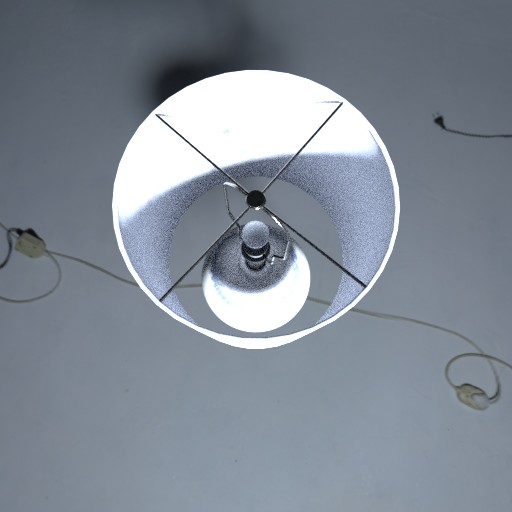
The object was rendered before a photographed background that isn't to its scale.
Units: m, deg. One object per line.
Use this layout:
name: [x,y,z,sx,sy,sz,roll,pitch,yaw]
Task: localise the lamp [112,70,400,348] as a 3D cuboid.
lamp: [0.000,0.000,0.531,0.216,0.404,0.216,11,77,2]
